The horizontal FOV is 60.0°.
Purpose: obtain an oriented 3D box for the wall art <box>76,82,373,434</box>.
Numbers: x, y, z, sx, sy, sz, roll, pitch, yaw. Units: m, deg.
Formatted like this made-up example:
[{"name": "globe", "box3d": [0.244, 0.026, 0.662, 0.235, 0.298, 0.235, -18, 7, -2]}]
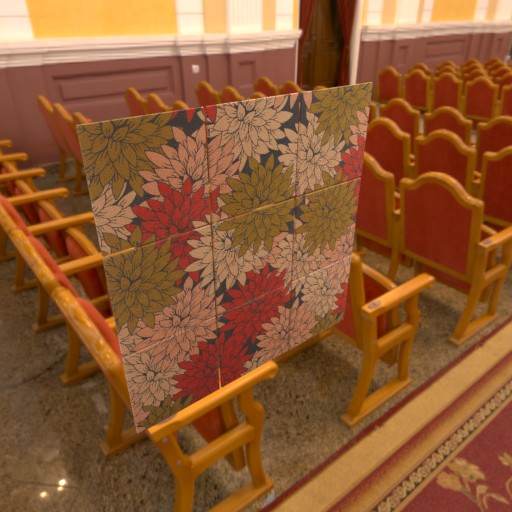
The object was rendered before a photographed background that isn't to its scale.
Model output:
[{"name": "wall art", "box3d": [0.000, 0.000, 2.264, 1.519, 1.534, 0.013, -21, 36, -32]}]
